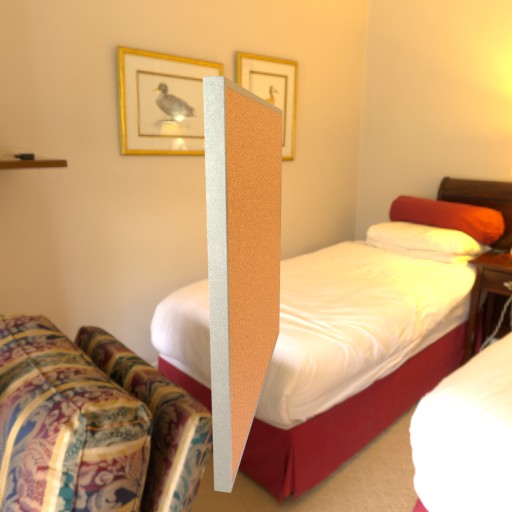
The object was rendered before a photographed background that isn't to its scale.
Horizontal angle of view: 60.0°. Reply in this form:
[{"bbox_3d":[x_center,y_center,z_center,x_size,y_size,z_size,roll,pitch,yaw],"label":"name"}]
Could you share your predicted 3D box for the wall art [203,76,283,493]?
[{"bbox_3d":[0.000,0.000,1.207,0.038,0.807,0.809,3,15,10],"label":"wall art"}]
